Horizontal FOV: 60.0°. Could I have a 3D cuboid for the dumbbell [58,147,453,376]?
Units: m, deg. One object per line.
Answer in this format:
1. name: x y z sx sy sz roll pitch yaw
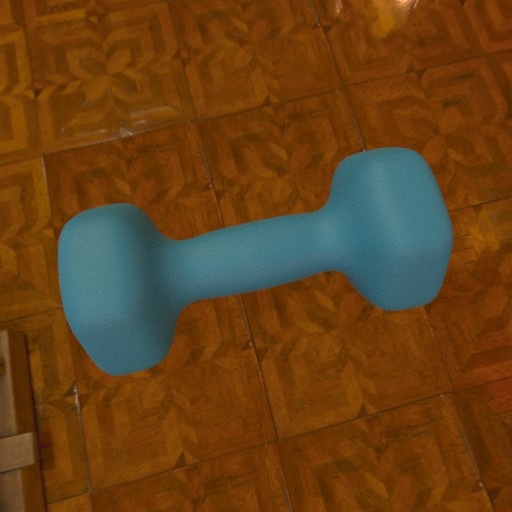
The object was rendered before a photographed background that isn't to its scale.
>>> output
1. dumbbell: 0.000 0.000 0.189 0.152 0.066 0.074 -12 75 -3
